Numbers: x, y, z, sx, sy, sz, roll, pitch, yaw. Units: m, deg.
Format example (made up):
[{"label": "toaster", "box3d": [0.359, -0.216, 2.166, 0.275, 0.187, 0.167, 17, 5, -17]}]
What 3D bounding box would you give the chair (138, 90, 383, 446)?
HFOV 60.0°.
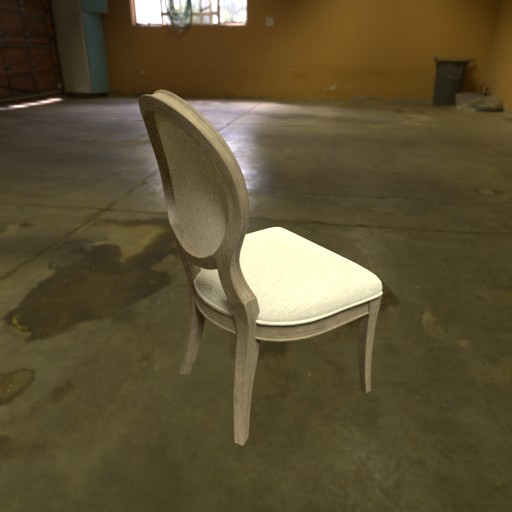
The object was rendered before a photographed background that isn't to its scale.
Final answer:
[{"label": "chair", "box3d": [0.000, 0.000, 1.374, 0.602, 0.990, 0.558, -16, 29, -31]}]
